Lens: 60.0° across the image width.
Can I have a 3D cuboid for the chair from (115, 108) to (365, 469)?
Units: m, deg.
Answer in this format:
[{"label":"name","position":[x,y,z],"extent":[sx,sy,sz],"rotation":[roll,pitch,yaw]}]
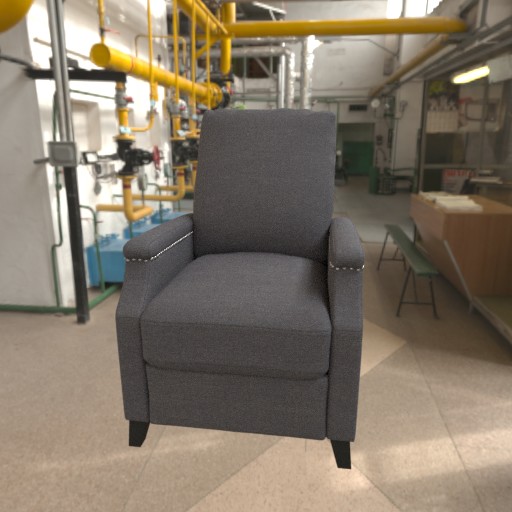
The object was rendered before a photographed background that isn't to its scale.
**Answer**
[{"label":"chair","position":[0.000,0.000,1.605],"extent":[0.710,1.049,0.922],"rotation":[2,15,8]}]
